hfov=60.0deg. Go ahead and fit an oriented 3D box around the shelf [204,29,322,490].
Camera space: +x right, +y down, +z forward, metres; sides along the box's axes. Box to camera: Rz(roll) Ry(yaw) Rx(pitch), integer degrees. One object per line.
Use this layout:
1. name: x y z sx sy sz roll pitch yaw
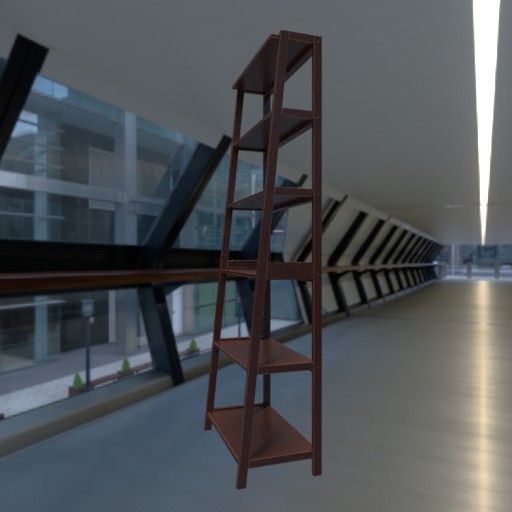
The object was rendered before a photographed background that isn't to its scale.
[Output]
1. shelf: 0.000 0.000 2.163 0.381 1.892 0.660 0 0 -19
